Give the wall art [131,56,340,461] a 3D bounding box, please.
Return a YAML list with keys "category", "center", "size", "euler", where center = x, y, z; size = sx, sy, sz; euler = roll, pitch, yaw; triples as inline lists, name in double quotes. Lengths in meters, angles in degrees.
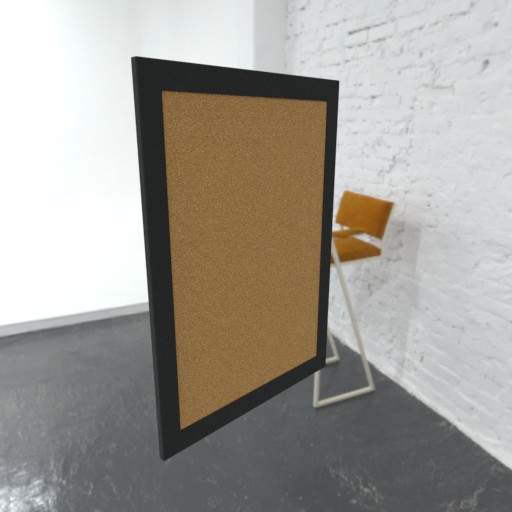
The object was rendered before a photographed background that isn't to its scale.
- category: "wall art"
  center: [0.000, 0.000, 0.682]
  size: [0.374, 0.529, 0.012]
  euler: [-15, 22, -42]
